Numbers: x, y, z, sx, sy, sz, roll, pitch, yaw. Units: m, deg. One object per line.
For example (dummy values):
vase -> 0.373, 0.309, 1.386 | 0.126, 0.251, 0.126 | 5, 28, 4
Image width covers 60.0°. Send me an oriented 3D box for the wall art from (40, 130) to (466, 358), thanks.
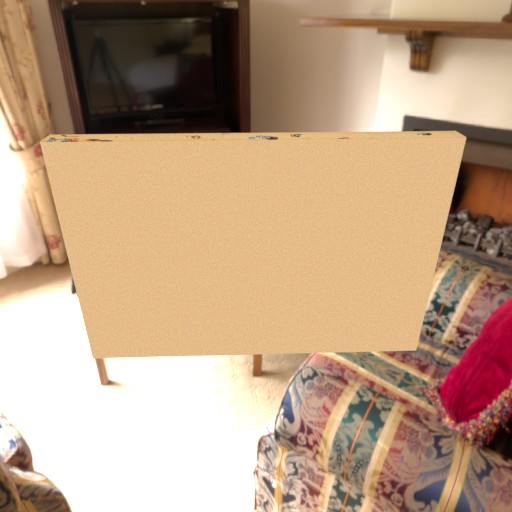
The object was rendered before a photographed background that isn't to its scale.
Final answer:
wall art -> 0.000, 0.000, 0.749 | 0.609, 0.406, 0.039 | -1, 30, -2
